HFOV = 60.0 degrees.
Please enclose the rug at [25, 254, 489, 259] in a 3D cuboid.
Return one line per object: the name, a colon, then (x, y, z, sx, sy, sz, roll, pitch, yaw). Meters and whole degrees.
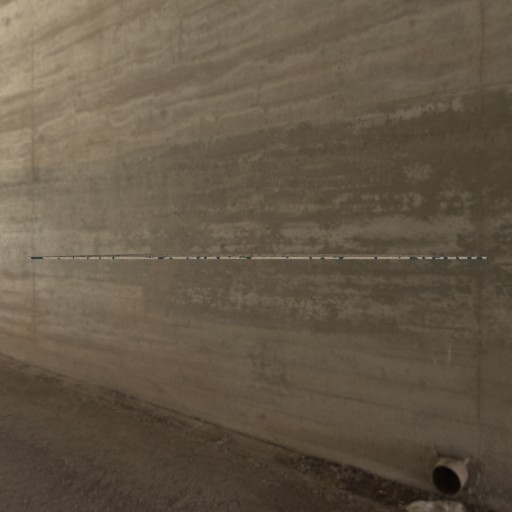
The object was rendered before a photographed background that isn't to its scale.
rug: (0.000, 0.000, 4.086, 3.017, 0.014, 2.416, 0, 1, -1)
